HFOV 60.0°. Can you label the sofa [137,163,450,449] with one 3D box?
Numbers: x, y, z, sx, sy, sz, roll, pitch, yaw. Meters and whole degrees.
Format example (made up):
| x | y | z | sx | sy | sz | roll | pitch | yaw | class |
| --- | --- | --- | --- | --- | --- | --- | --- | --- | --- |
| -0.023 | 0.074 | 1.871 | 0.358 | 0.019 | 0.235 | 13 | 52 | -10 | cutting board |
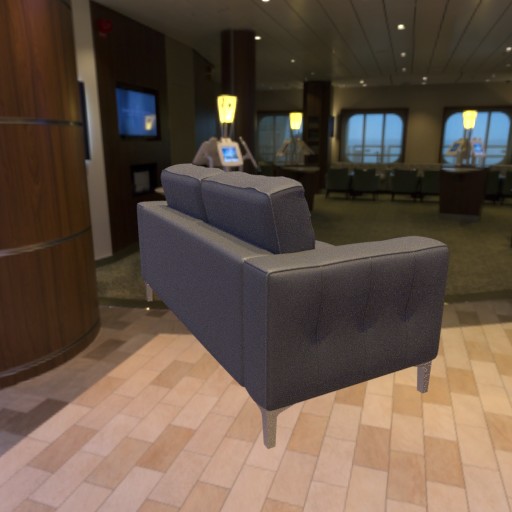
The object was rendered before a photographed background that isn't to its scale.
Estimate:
| x | y | z | sx | sy | sz | roll | pitch | yaw | class |
| --- | --- | --- | --- | --- | --- | --- | --- | --- | --- |
| 0.000 | 0.000 | 2.284 | 0.833 | 0.893 | 1.726 | -8 | 17 | -27 | sofa |
